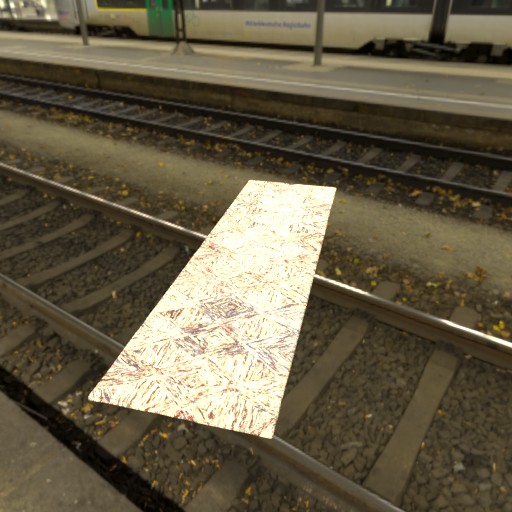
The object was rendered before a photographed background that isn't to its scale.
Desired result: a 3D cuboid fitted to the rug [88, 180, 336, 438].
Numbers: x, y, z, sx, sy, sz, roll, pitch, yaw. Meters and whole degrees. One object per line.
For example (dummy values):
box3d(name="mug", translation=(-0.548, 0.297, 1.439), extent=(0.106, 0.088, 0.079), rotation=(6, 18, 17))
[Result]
box3d(name="rug", translation=(0.000, 0.000, 2.493), extent=(0.688, 0.015, 2.292), rotation=(7, 31, 12))
